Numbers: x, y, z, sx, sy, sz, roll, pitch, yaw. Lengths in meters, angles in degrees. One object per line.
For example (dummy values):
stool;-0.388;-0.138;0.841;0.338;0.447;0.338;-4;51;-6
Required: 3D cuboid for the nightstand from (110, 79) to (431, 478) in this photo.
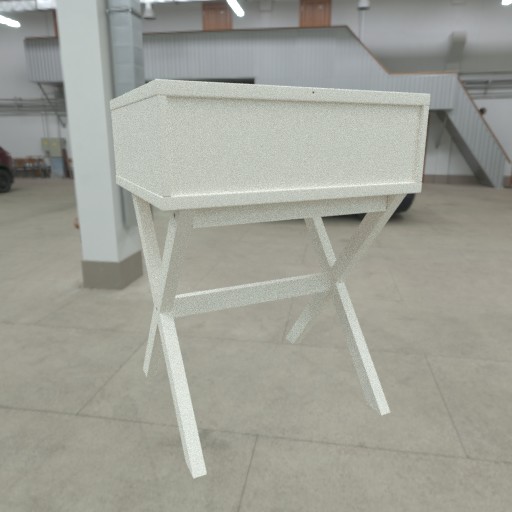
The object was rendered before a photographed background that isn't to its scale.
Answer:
nightstand;0.000;0.000;0.923;0.479;0.623;0.402;-7;17;-25
